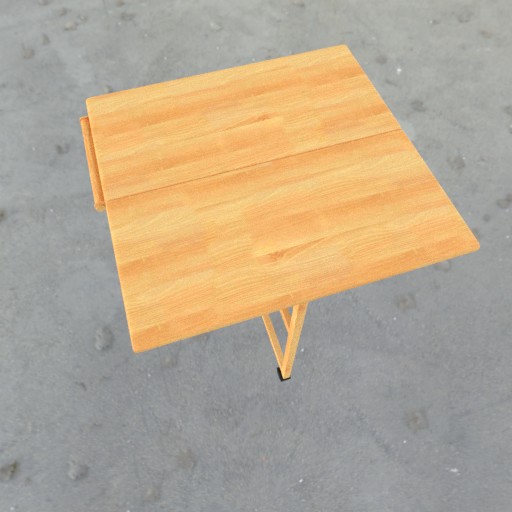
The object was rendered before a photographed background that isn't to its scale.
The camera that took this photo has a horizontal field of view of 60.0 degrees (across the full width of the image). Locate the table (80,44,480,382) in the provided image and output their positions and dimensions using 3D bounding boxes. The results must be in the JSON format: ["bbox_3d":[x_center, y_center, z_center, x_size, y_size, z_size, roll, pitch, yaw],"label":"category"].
[{"bbox_3d":[0.000,0.000,1.373,0.752,0.832,0.693,-16,61,-9],"label":"table"}]
